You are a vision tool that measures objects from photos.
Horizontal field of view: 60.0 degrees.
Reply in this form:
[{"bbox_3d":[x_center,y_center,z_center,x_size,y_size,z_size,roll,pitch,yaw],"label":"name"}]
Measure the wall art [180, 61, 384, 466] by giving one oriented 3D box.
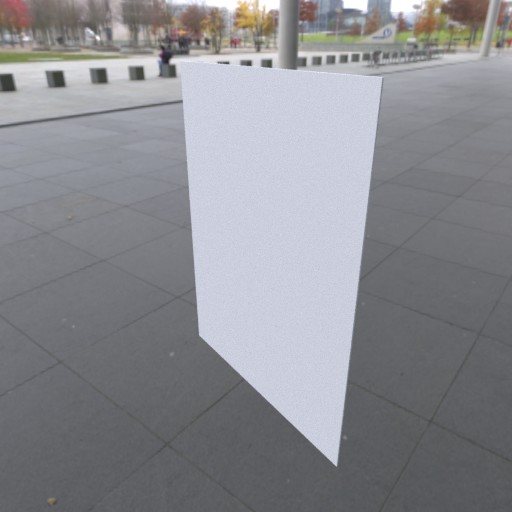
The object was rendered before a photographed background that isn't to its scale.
[{"bbox_3d":[0.000,0.000,0.776,0.003,0.610,0.457,-18,32,-32],"label":"wall art"}]
